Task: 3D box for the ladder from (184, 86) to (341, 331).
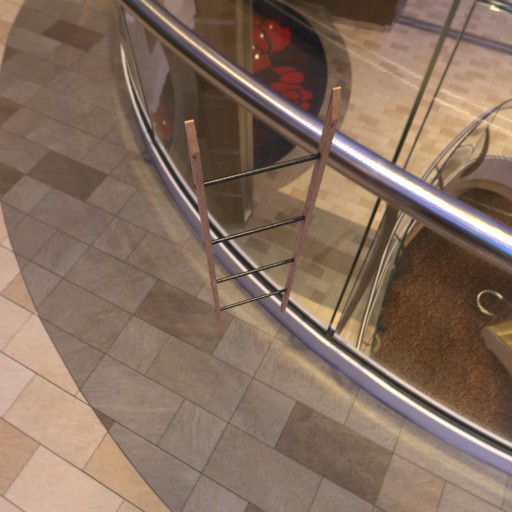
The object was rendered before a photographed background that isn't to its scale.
[{"bbox_3d":[0.000,0.000,1.982,0.442,1.805,0.200,-16,60,-9],"label":"ladder"}]
